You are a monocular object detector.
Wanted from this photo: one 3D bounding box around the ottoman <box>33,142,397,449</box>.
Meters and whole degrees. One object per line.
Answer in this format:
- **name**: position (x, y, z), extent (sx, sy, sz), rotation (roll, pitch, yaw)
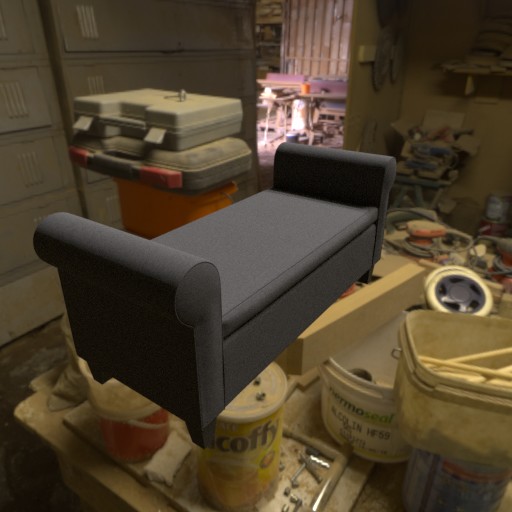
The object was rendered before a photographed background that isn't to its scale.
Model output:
- **ottoman**: position (0.000, 0.000, 1.547), extent (0.521, 0.547, 1.256), rotation (17, 31, 31)
